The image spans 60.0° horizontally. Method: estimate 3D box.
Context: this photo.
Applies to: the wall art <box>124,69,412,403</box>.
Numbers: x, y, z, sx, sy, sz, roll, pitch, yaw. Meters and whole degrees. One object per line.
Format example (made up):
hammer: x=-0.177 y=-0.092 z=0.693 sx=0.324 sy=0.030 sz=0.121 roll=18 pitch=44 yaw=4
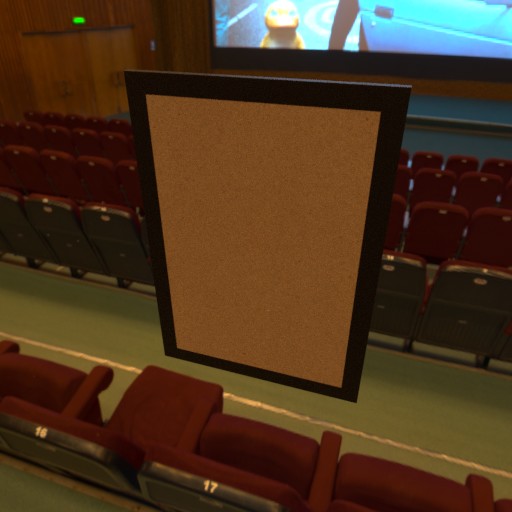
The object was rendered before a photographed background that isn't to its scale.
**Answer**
wall art: x=0.000 y=0.000 z=0.704 sx=0.381 sy=0.534 sz=0.013 roll=10 pitch=33 yaw=16
